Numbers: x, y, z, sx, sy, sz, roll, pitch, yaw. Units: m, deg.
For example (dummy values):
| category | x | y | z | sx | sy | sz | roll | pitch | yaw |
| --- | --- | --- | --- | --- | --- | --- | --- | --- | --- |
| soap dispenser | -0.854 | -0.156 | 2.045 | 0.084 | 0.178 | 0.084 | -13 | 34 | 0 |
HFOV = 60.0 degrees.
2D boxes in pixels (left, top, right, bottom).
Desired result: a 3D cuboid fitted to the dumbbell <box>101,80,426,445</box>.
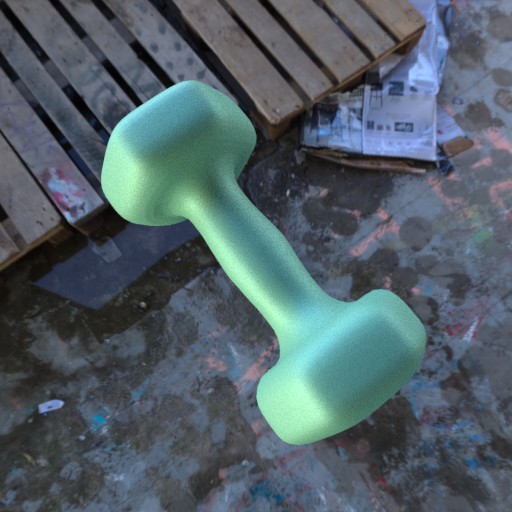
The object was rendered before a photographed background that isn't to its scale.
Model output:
| category | x | y | z | sx | sy | sz | roll | pitch | yaw |
| --- | --- | --- | --- | --- | --- | --- | --- | --- | --- |
| dumbbell | 0.000 | 0.000 | 0.327 | 0.129 | 0.117 | 0.260 | -36 | 78 | -9 |
